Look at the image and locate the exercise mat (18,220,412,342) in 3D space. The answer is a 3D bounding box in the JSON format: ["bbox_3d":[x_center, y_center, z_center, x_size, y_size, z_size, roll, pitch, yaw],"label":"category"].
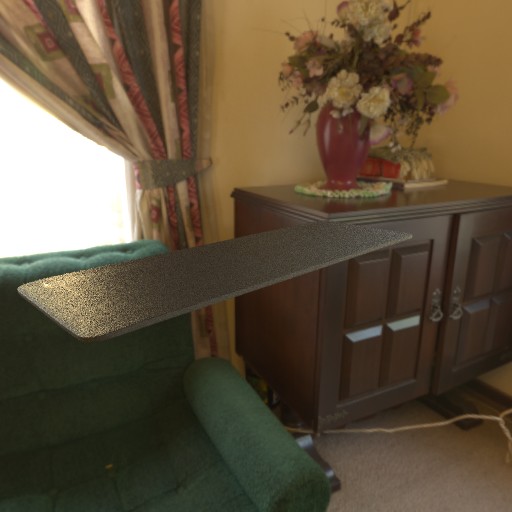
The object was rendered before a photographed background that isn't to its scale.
[{"bbox_3d":[0.000,0.000,2.018,1.869,0.021,0.616,-15,21,-43],"label":"exercise mat"}]
